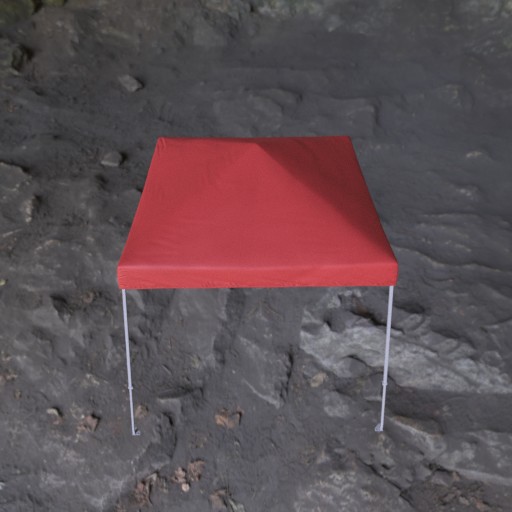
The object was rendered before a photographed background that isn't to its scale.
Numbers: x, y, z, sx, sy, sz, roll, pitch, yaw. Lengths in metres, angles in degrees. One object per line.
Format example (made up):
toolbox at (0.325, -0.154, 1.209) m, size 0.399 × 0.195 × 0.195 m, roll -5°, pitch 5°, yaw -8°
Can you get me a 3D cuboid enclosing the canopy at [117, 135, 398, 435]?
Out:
canopy at (0.000, 0.000, 5.160) m, size 2.848 × 2.849 × 2.849 m, roll -1°, pitch 41°, yaw -1°
